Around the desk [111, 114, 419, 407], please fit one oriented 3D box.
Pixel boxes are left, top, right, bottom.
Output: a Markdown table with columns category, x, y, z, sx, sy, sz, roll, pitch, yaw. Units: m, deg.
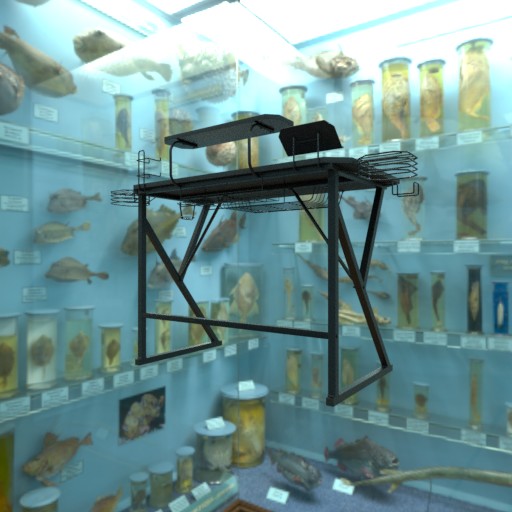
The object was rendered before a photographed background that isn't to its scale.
| category | x | y | z | sx | sy | sz | roll | pitch | yaw |
| --- | --- | --- | --- | --- | --- | --- | --- | --- | --- |
| desk | 0.000 | 0.000 | 1.728 | 1.290 | 0.880 | 0.580 | 0 | 0 | 36 |
